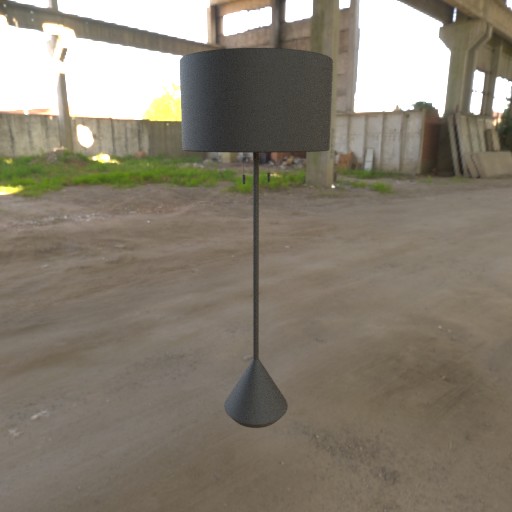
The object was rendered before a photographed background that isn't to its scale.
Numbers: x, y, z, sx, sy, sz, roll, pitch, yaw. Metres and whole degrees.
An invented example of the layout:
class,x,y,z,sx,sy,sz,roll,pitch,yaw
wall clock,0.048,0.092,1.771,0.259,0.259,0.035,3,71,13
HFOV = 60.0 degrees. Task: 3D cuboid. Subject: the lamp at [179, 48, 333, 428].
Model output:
class,x,y,z,sx,sy,sz,roll,pitch,yaw
lamp,0.000,0.000,1.884,0.580,1.526,0.580,2,15,9
